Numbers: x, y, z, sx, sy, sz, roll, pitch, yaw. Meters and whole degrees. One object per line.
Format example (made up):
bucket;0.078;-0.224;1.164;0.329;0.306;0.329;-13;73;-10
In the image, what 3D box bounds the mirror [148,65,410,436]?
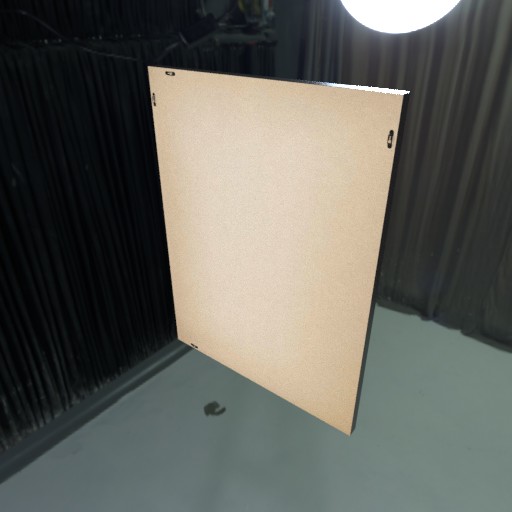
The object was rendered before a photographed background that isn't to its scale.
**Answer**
mirror;0.000;0.000;1.343;0.762;1.016;0.041;21;36;32
